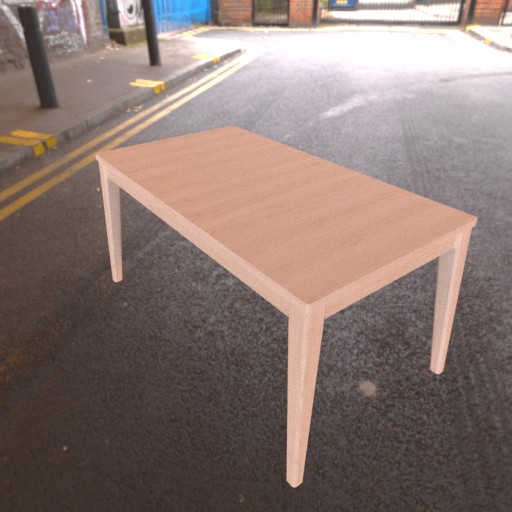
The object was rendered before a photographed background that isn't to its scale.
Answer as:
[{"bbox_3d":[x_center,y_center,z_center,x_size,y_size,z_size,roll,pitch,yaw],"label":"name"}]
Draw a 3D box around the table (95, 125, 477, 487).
[{"bbox_3d":[0.000,0.000,2.095,0.900,0.760,1.600,-22,38,-31],"label":"table"}]
